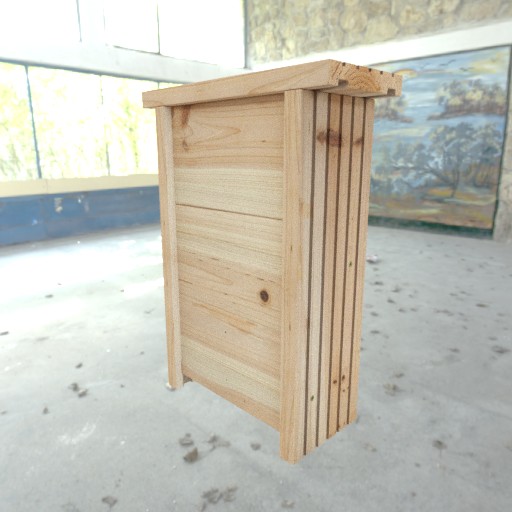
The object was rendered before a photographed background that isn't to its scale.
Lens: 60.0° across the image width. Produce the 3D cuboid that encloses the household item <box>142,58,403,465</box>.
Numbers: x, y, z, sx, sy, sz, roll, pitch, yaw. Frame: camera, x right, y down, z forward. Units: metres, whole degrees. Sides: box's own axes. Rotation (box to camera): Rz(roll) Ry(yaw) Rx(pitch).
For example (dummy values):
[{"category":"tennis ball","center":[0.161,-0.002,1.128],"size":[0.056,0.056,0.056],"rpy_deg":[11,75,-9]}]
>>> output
[{"category":"household item","center":[0.000,0.000,0.559],"size":[0.123,0.407,0.301],"rpy_deg":[-13,18,-43]}]
